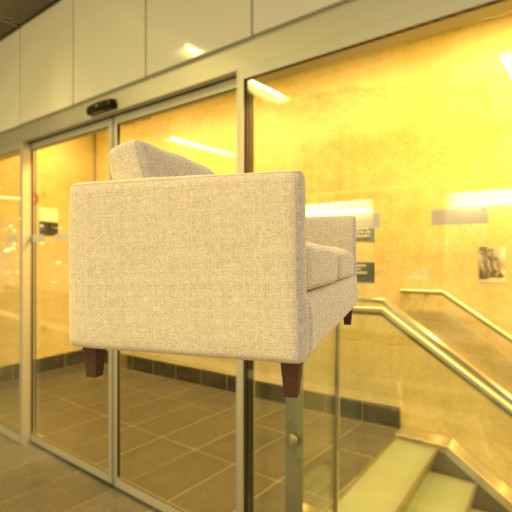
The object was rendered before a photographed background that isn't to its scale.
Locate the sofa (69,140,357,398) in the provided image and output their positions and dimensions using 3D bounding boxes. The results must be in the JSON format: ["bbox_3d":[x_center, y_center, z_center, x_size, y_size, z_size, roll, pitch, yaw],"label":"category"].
[{"bbox_3d":[0.000,0.000,2.445,0.950,0.963,1.884,0,0,18],"label":"sofa"}]
